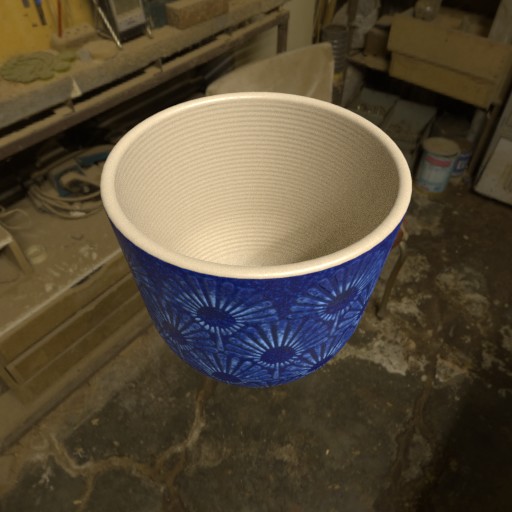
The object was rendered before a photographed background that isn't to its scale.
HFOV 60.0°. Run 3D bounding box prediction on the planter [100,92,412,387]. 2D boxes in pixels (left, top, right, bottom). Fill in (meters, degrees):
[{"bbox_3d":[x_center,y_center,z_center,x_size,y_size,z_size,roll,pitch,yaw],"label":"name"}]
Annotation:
[{"bbox_3d":[0.000,0.000,0.301,0.170,0.153,0.170,0,46,0],"label":"planter"}]
